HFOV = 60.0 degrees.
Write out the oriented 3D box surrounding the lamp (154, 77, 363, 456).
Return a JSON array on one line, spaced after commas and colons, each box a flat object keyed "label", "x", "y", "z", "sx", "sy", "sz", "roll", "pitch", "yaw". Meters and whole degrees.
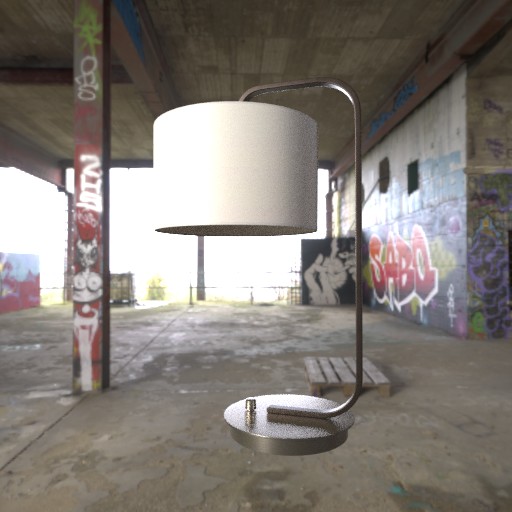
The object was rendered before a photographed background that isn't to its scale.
[{"label": "lamp", "x": 0.000, "y": 0.000, "z": 0.618, "sx": 0.288, "sy": 0.473, "sz": 0.230, "roll": 0, "pitch": -1, "yaw": 18}]
